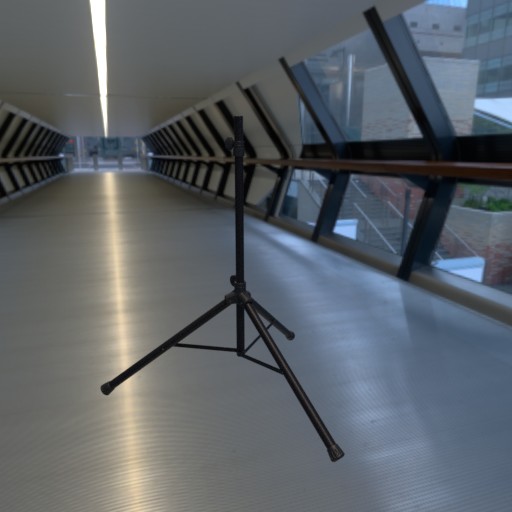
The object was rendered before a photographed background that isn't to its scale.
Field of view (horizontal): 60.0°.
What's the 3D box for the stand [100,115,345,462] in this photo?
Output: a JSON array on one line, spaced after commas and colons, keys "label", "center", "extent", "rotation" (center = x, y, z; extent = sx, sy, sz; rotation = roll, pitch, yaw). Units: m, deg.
[{"label": "stand", "center": [0.000, 0.000, 1.912], "extent": [1.045, 1.136, 0.907], "rotation": [7, 15, 25]}]
